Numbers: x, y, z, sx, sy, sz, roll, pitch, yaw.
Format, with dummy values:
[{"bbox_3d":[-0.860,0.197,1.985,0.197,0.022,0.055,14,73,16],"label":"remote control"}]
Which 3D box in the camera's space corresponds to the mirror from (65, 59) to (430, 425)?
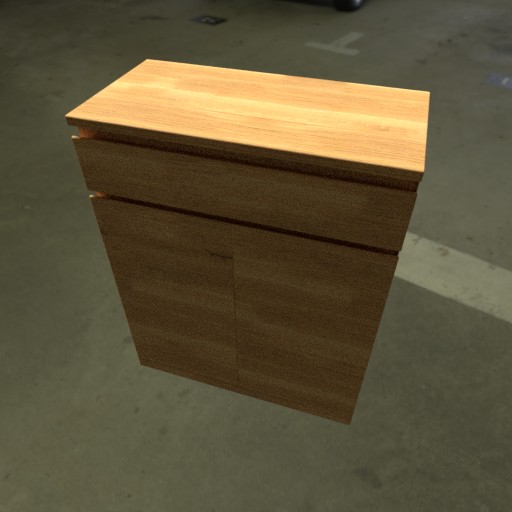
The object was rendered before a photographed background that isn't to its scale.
[{"bbox_3d":[0.000,0.000,1.409,0.800,1.000,0.400,12,44,13],"label":"mirror"}]
